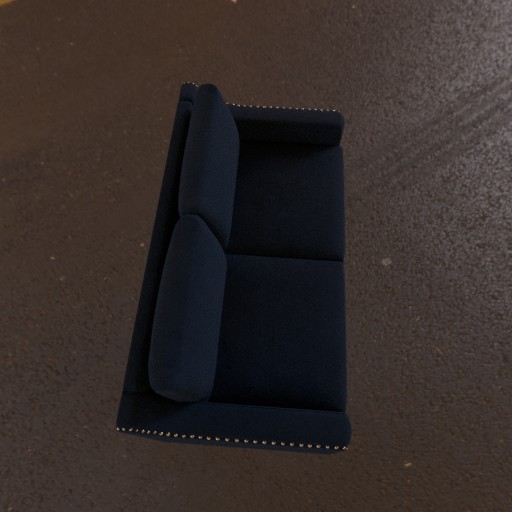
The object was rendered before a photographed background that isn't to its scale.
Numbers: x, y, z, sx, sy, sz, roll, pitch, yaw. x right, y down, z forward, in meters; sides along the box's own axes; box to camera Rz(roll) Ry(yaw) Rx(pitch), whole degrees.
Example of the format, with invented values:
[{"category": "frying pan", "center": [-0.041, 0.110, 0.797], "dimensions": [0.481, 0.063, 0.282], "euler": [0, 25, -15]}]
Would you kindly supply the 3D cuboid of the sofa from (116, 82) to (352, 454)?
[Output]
[{"category": "sofa", "center": [0.000, 0.000, 2.679], "dimensions": [1.104, 0.983, 2.107], "euler": [4, 64, 2]}]
